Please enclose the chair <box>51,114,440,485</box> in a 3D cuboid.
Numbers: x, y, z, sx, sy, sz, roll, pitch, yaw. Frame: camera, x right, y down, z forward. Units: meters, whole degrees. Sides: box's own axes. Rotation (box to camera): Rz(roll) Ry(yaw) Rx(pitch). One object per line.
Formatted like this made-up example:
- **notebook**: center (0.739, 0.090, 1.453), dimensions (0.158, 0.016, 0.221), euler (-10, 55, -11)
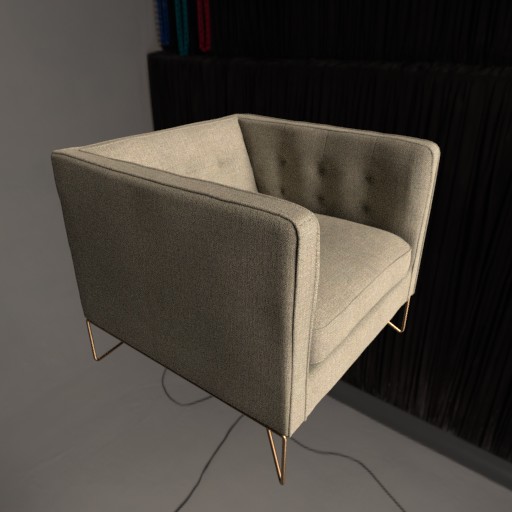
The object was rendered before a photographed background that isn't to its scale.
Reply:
- **chair**: center (0.000, 0.000, 1.583), dimensions (0.912, 0.799, 0.920), euler (19, 32, 33)
